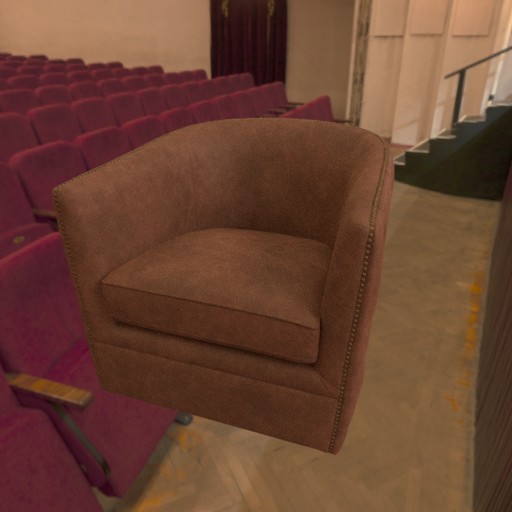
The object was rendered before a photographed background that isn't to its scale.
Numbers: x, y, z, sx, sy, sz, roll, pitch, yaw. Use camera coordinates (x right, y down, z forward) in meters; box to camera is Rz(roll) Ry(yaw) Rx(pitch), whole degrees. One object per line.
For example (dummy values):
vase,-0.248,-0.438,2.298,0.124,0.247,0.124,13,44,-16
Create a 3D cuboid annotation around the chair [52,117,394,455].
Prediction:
chair,0.000,0.000,1.505,0.850,0.790,0.870,9,27,17
